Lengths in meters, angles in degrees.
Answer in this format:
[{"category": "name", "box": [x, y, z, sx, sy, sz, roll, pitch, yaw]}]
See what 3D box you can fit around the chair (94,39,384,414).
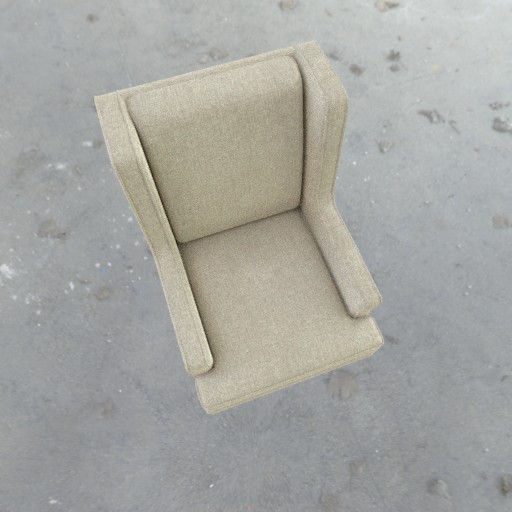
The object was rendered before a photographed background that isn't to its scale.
[{"category": "chair", "box": [0.000, 0.000, 1.741, 0.764, 1.082, 0.948, -18, 67, -8]}]
